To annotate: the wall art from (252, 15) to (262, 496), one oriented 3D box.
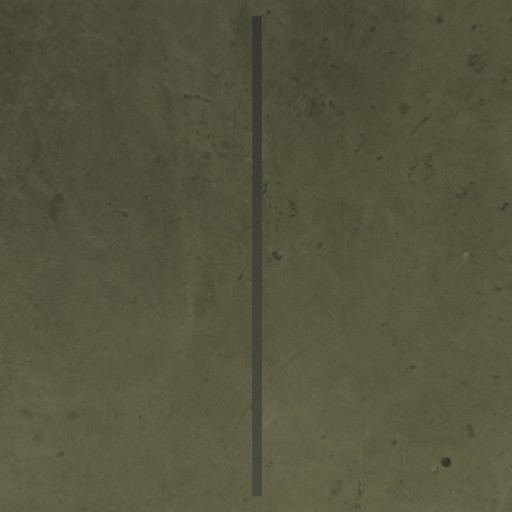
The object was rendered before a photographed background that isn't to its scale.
[{"bbox_3d":[0.000,0.000,0.842,0.013,0.458,0.664,0,90,0],"label":"wall art"}]
